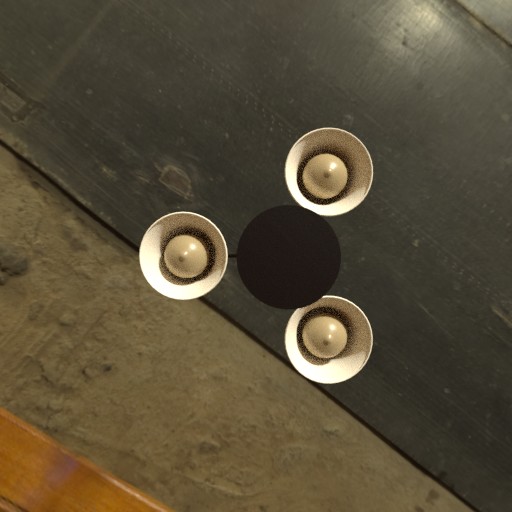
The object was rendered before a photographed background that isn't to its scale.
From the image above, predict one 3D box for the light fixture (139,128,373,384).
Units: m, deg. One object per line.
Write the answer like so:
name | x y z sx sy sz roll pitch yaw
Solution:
light fixture | 0.000 0.000 0.694 0.354 0.370 0.388 0 90 0
